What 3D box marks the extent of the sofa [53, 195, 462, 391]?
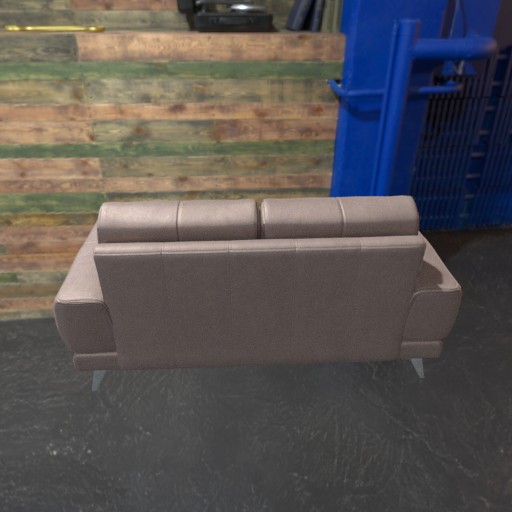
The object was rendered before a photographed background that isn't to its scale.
[{"bbox_3d":[0.000,0.000,2.345,1.806,0.907,1.018,-2,31,-3],"label":"sofa"}]
